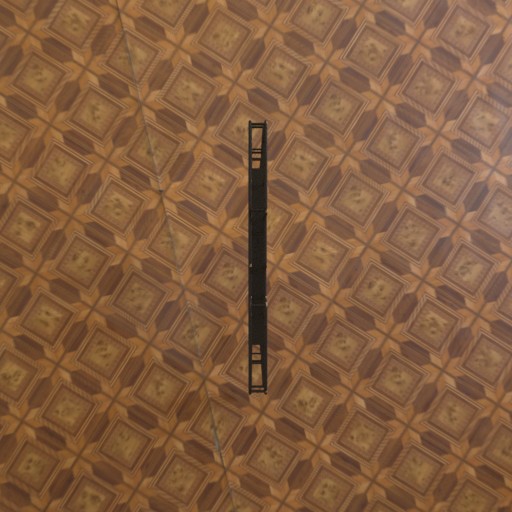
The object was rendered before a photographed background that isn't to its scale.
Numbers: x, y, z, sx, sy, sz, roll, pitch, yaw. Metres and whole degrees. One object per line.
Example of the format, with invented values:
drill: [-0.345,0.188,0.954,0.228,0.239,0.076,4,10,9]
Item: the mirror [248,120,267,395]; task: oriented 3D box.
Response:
mirror: [0.000,0.000,1.388,0.037,1.192,0.565,0,90,0]
